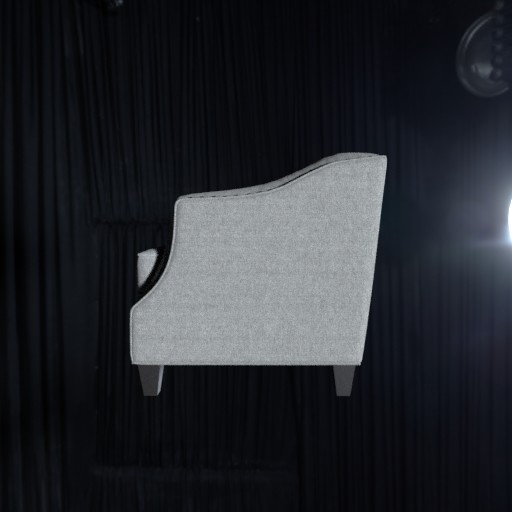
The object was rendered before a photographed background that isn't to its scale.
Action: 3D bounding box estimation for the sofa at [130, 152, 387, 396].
[{"bbox_3d":[0.000,0.000,2.648,0.914,0.901,2.235,0,3,0],"label":"sofa"}]
